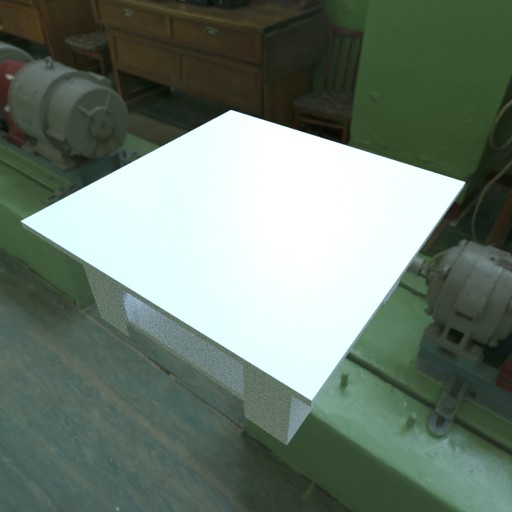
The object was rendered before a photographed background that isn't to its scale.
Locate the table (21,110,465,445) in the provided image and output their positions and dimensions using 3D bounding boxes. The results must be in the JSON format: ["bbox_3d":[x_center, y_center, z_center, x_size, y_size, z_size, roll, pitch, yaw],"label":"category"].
[{"bbox_3d":[0.000,0.000,1.037,0.670,0.305,0.670,26,47,26],"label":"table"}]
